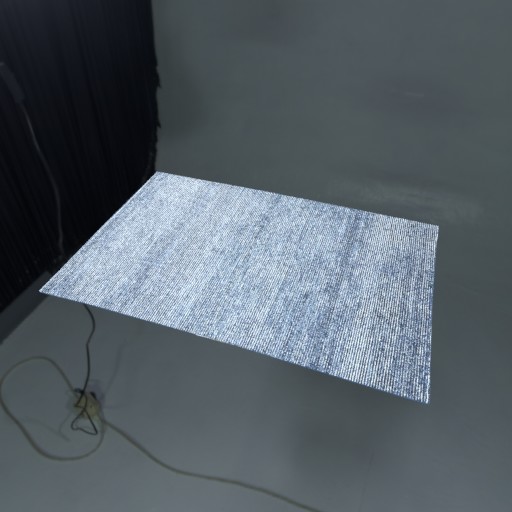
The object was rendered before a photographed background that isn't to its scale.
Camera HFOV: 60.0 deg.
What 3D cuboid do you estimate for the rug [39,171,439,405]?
[{"bbox_3d":[0.000,0.000,2.298,1.793,0.025,1.159,13,43,14],"label":"rug"}]
